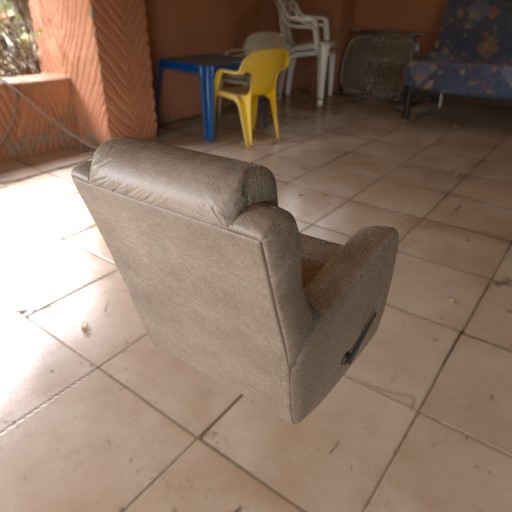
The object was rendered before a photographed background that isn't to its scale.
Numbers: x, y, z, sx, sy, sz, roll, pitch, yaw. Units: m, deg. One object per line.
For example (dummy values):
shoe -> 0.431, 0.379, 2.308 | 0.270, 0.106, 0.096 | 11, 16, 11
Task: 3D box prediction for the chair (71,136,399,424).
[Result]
chair -> 0.000, 0.000, 1.918 | 0.967, 1.116, 1.068 | 20, 35, 31
